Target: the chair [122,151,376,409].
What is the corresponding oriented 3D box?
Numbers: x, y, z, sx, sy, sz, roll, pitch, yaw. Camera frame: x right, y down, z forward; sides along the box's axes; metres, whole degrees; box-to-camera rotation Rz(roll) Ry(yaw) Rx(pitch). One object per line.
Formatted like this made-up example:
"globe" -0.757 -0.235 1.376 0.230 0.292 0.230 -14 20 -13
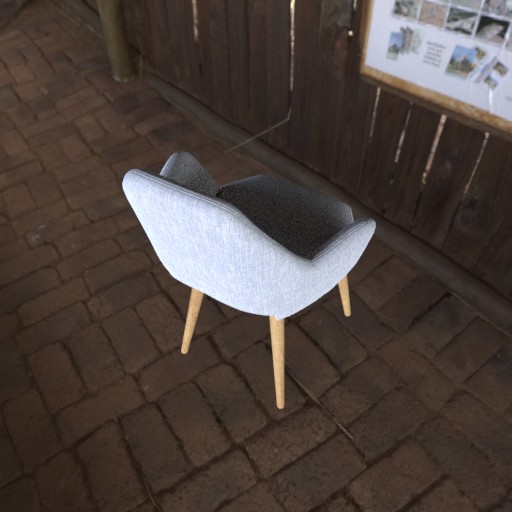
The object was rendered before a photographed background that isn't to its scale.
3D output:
"chair" 0.000 0.000 1.260 0.590 0.840 0.610 24 50 22
